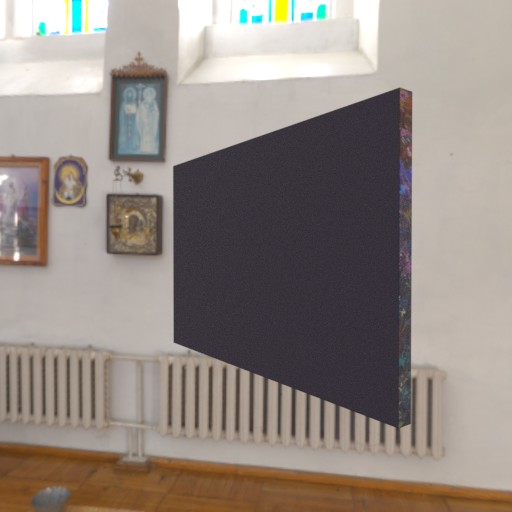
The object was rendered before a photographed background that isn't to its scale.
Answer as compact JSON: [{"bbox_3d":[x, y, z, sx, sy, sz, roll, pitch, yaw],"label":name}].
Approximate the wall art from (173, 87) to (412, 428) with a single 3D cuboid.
[{"bbox_3d":[0.000,0.000,1.162,0.037,0.604,0.908,-1,1,-36],"label":"wall art"}]
